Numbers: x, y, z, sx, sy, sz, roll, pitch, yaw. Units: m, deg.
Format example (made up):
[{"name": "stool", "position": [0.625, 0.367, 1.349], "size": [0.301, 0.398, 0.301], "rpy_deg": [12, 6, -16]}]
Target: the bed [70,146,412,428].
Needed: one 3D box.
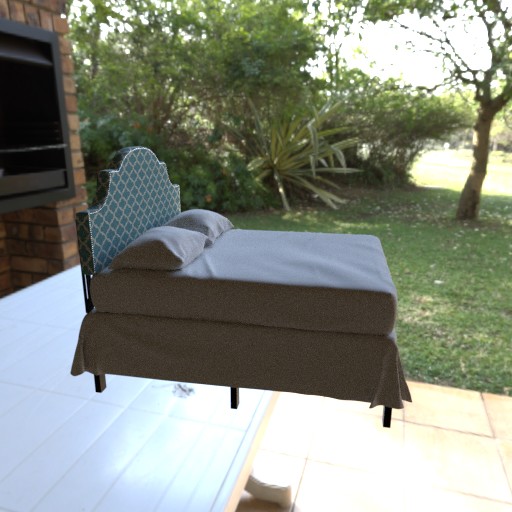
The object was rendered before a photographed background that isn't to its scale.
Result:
[{"name": "bed", "position": [0.000, 0.000, 3.422], "size": [2.222, 1.633, 1.780], "rpy_deg": [3, 16, 11]}]
